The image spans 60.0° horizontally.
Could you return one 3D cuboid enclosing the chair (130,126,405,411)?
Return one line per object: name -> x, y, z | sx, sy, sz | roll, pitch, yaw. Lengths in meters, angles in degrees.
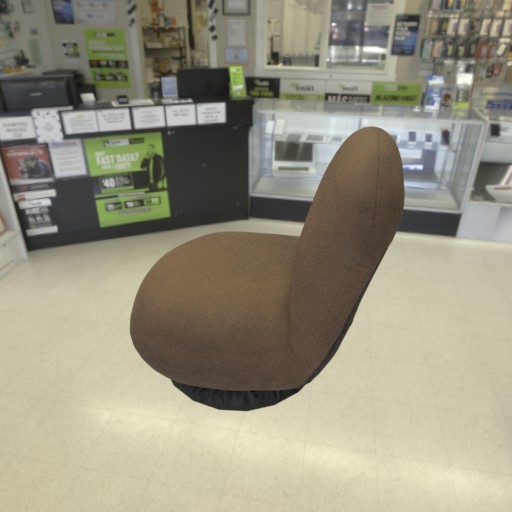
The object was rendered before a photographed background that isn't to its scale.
chair -> 0.000, 0.000, 1.046 | 0.597, 0.594, 0.521 | 7, 30, 12
